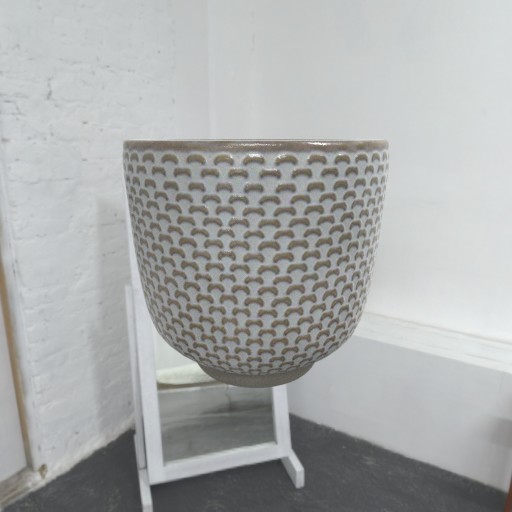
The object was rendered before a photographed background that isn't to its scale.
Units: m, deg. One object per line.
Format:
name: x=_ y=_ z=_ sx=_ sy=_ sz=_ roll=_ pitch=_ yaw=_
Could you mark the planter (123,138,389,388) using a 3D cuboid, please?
planter: x=0.000 y=0.000 z=0.254 sx=0.139 sy=0.130 sz=0.139 roll=0 pitch=15 yaw=0
